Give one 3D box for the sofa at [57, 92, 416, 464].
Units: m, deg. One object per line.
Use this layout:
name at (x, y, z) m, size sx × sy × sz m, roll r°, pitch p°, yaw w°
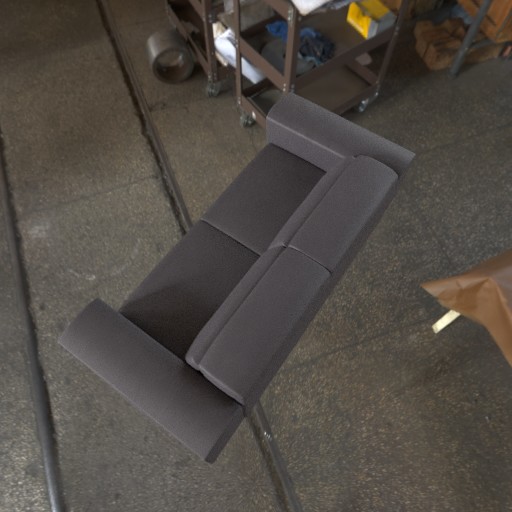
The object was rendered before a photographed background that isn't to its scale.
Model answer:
sofa at (0.000, 0.000, 2.903) m, size 1.048 × 0.814 × 2.330 m, roll 32°, pitch 67°, yaw 15°
